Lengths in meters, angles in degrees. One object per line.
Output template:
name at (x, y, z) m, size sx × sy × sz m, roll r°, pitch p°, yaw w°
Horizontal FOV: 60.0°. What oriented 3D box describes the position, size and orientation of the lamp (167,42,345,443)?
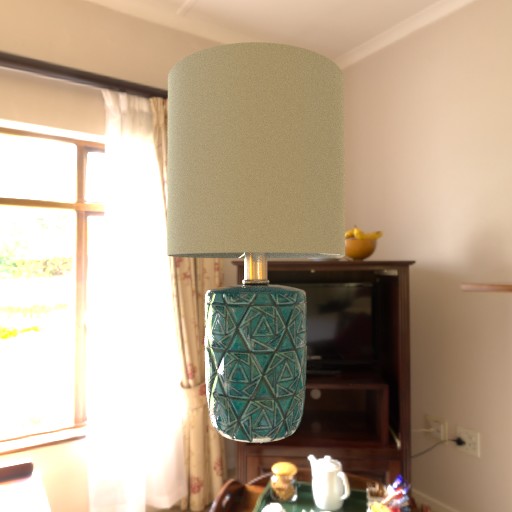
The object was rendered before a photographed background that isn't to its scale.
lamp at (0.000, 0.000, 0.487) m, size 0.193 × 0.377 × 0.193 m, roll -1°, pitch -2°, yaw 18°
